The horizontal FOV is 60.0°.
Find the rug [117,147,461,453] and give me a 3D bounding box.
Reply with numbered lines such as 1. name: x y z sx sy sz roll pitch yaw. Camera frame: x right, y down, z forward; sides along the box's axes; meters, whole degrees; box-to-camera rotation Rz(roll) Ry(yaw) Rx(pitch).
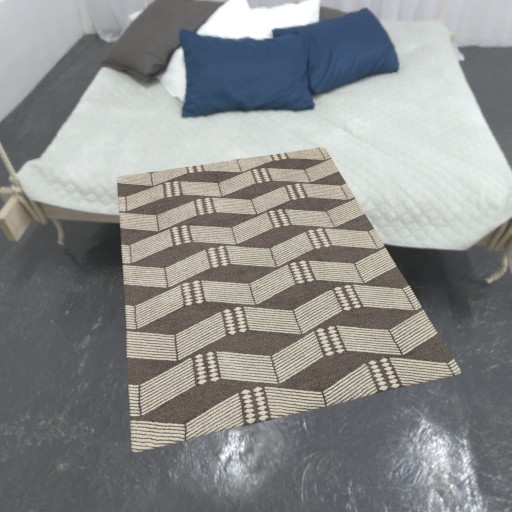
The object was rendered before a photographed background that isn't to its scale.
1. rug: 0.000 0.000 4.119 2.438 0.016 3.048 -10 48 -9
